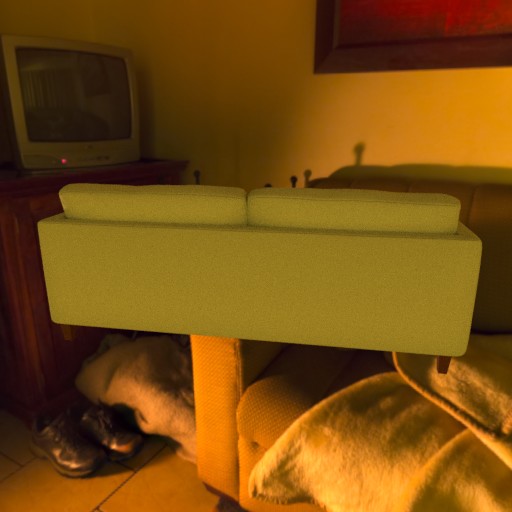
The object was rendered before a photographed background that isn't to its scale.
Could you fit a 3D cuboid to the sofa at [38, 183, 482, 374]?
[{"bbox_3d":[0.000,0.000,2.860,2.434,0.965,0.948,3,17,10],"label":"sofa"}]
